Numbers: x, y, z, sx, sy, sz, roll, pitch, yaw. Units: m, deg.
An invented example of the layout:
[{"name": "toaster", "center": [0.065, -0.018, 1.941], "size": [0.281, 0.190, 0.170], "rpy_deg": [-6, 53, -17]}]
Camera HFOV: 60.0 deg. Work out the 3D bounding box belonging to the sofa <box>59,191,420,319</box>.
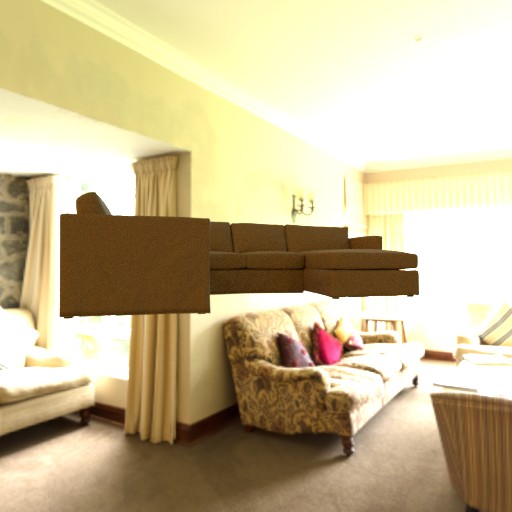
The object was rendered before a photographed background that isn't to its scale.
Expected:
[{"name": "sofa", "center": [0.000, 0.000, 4.560], "size": [3.460, 0.882, 2.427], "rpy_deg": [0, -1, -17]}]
